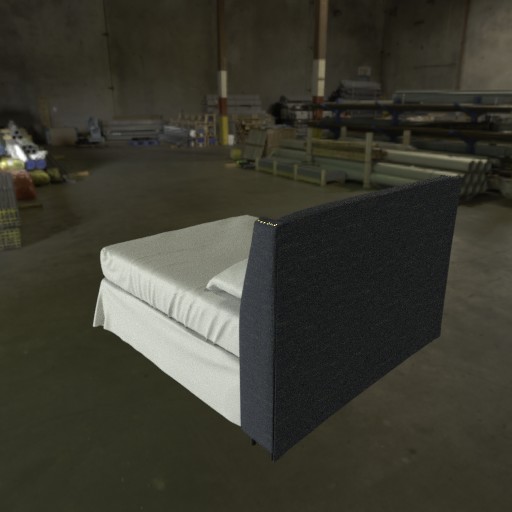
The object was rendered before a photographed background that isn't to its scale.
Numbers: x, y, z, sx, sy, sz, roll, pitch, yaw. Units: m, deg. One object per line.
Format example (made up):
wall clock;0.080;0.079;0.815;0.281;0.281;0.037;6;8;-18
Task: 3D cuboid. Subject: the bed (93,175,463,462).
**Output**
bed;0.000;0.000;3.482;1.925;1.332;2.276;-17;26;-41
